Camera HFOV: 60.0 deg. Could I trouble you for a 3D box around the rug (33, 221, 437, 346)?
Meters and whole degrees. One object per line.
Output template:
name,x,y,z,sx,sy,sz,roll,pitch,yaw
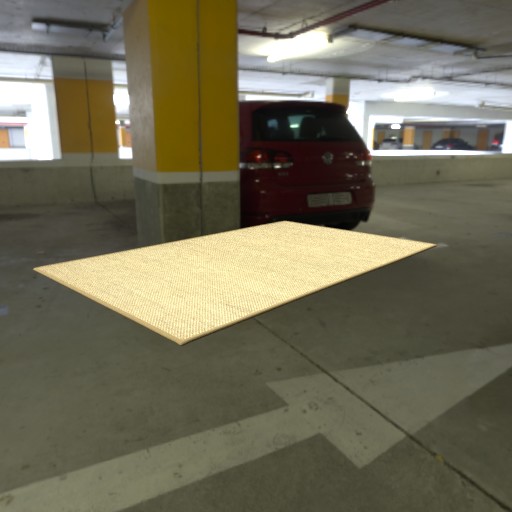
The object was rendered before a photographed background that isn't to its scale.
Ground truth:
rug,0.000,0.000,2.125,1.062,0.013,1.667,13,20,42
